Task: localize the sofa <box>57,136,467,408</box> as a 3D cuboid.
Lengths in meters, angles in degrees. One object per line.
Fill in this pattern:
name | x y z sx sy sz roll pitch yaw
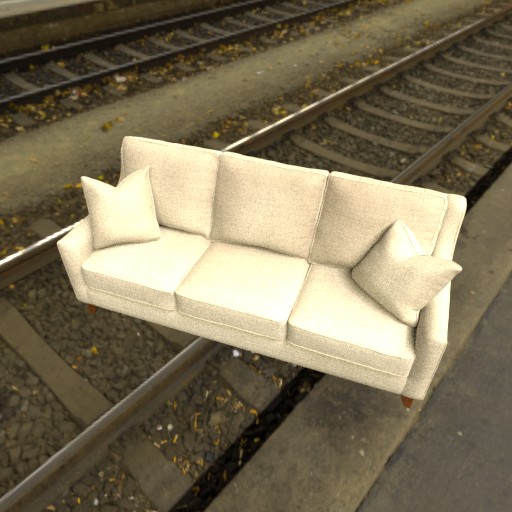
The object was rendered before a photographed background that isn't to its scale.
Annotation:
sofa | 0.000 0.000 2.475 2.031 0.914 0.865 13 42 15
